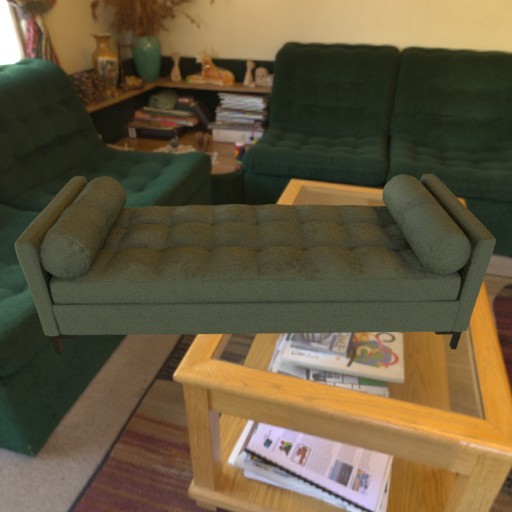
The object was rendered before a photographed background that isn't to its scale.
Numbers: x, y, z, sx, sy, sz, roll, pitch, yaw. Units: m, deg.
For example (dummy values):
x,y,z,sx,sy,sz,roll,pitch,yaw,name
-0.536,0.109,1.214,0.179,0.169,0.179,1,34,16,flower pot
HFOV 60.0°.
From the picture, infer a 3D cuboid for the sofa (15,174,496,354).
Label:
x,y,z,sx,sy,sz,roll,pitch,yaw,name
0.000,0.000,2.407,2.130,0.681,0.817,0,32,-1,sofa
